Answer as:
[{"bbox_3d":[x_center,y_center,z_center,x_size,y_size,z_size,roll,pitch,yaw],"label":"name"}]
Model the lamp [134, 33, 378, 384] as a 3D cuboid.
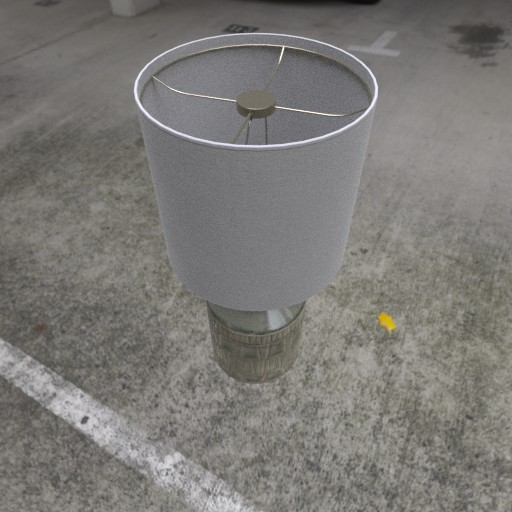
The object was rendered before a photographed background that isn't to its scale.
[{"bbox_3d":[0.000,0.000,0.555,0.211,0.455,0.211,23,51,20],"label":"lamp"}]
